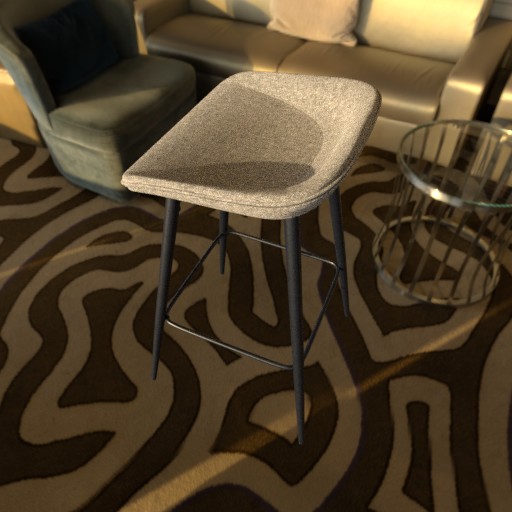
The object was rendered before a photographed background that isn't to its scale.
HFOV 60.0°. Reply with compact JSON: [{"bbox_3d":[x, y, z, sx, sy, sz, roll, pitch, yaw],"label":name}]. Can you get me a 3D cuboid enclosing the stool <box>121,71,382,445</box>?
[{"bbox_3d":[0.000,0.000,1.098,0.480,0.814,0.469,18,49,16],"label":"stool"}]
